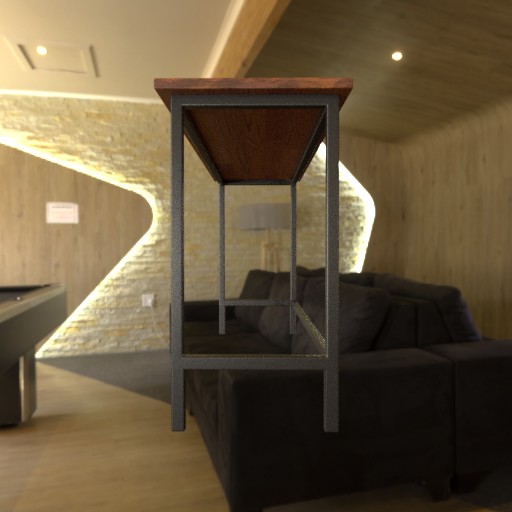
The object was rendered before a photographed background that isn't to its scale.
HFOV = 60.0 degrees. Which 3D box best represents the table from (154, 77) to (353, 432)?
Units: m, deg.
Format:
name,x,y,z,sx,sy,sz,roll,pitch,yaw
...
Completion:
name,x,y,z,sx,sy,sz,roll,pitch,yaw
table,0.000,0.000,1.509,0.408,0.740,1.204,0,1,1
